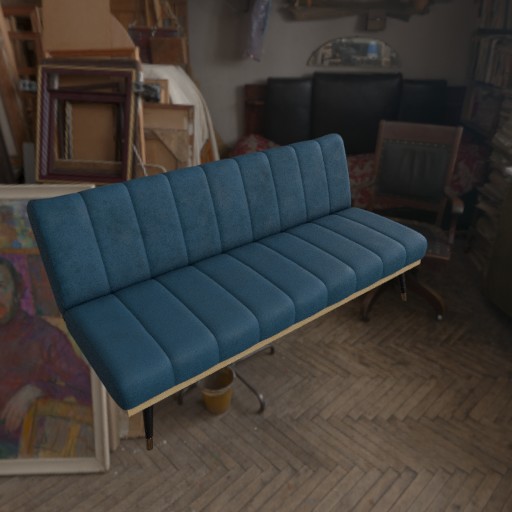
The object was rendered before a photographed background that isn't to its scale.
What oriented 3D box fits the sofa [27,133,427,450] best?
[{"bbox_3d":[0.000,0.000,2.232,1.810,0.825,0.830,-21,35,-33],"label":"sofa"}]
